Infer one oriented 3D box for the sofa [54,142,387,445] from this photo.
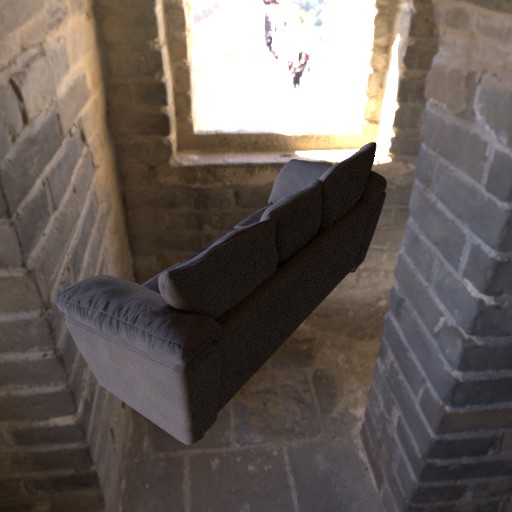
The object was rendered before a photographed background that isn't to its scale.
[{"bbox_3d":[0.000,0.000,2.887,0.878,1.073,2.336,21,38,29],"label":"sofa"}]
